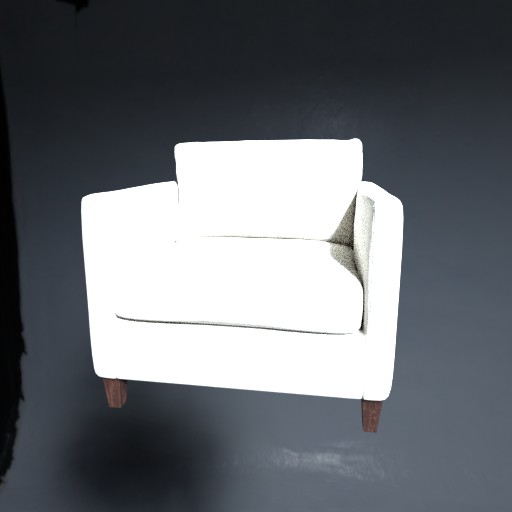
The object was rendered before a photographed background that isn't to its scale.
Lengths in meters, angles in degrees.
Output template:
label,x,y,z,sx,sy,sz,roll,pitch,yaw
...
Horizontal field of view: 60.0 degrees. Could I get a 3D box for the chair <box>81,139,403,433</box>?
label,x,y,z,sx,sy,sz,roll,pitch,yaw
chair,0.000,0.000,1.769,0.996,0.919,0.959,2,13,9
